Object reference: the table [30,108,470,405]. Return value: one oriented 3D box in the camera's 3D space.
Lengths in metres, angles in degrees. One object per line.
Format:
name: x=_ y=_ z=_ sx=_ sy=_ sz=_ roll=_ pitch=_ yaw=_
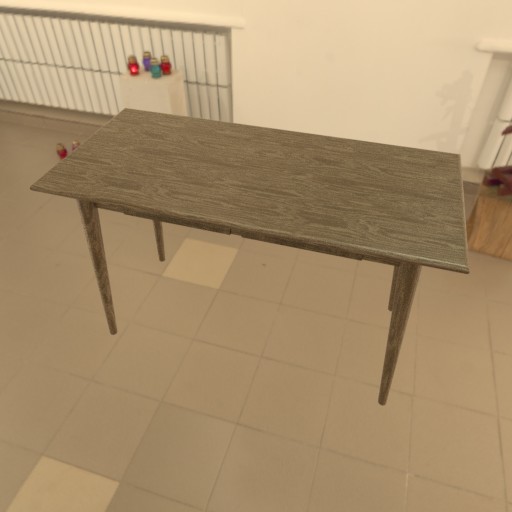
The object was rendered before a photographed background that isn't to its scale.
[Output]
table: x=0.000 y=0.000 z=1.719 sx=1.300 sy=0.780 sz=0.599 roll=12 pitch=44 yaw=12
